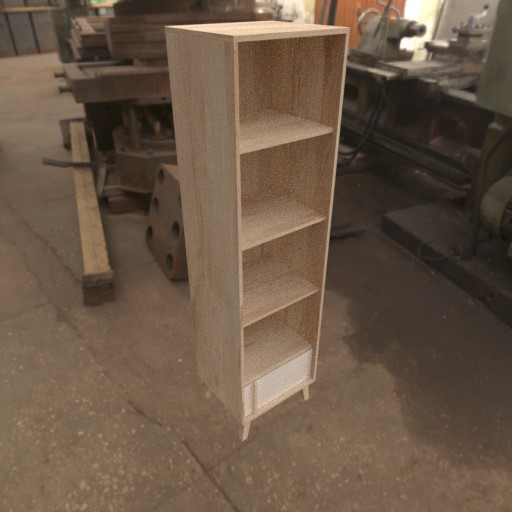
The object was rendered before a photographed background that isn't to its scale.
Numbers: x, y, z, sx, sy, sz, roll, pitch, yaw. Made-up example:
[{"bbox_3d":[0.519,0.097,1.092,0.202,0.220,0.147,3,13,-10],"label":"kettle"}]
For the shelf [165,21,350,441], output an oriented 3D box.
[{"bbox_3d":[0.000,0.000,2.129,0.510,1.960,0.450,-21,37,-31],"label":"shelf"}]
